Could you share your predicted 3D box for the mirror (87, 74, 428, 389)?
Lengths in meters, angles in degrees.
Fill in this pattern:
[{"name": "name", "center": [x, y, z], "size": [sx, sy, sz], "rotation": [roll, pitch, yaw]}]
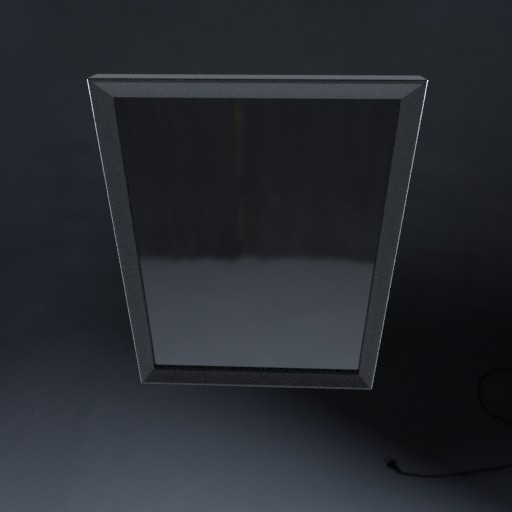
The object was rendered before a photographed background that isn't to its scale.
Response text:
[{"name": "mirror", "center": [0.000, 0.000, 0.671], "size": [0.406, 0.509, 0.041], "rotation": [1, 30, 2]}]
